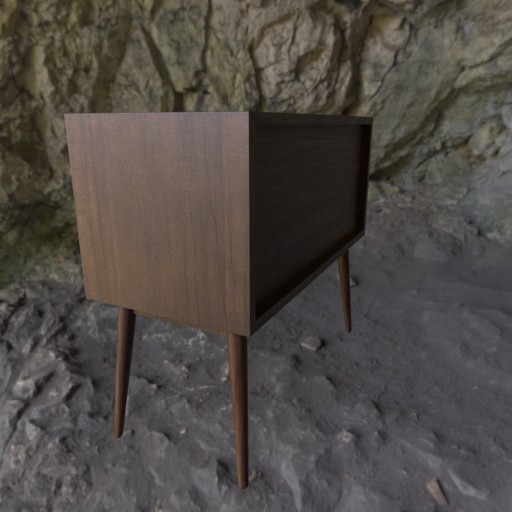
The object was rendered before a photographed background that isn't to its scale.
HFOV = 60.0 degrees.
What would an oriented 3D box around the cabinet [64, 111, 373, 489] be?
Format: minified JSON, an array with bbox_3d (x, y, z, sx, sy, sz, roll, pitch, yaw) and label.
[{"bbox_3d":[0.000,0.000,1.084,0.354,0.654,0.743,8,19,26],"label":"cabinet"}]
